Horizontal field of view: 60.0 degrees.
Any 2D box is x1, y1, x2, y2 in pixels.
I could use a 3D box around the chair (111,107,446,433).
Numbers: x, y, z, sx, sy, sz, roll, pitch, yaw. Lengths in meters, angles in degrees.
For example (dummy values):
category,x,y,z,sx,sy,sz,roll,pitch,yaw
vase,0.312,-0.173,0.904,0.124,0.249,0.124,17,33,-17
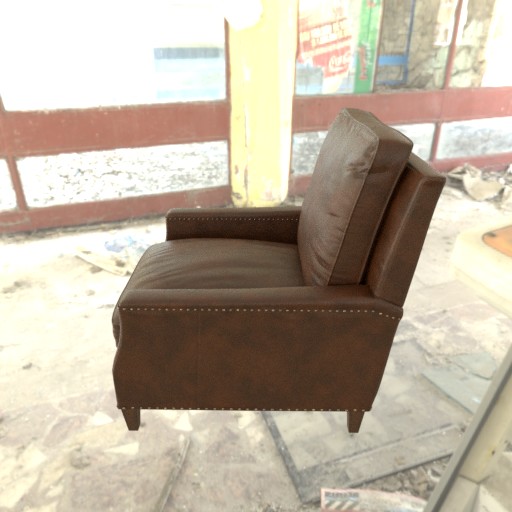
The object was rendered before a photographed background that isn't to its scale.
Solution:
category,x,y,z,sx,sy,sz,roll,pitch,yaw
chair,0.000,0.000,1.758,1.035,1.054,0.854,0,26,1
